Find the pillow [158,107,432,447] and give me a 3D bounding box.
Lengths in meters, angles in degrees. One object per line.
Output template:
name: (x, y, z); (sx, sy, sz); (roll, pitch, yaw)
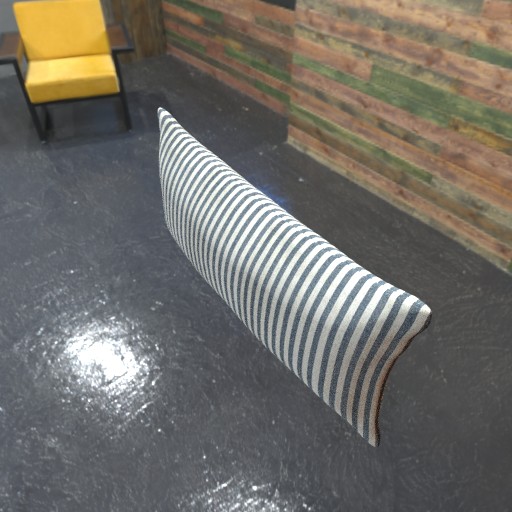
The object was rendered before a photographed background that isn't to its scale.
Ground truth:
pillow: (0.000, 0.000, 0.731); (0.151, 0.295, 0.617); (-25, 47, -26)
